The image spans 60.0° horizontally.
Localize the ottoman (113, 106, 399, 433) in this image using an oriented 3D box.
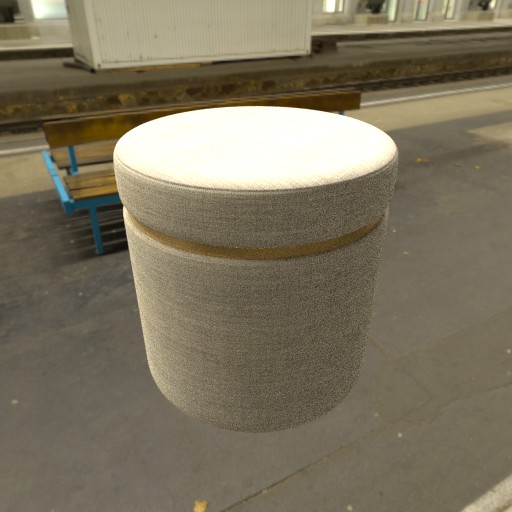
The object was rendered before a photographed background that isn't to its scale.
[{"bbox_3d":[0.000,0.000,0.735,0.400,0.406,0.400,0,31,0],"label":"ottoman"}]
